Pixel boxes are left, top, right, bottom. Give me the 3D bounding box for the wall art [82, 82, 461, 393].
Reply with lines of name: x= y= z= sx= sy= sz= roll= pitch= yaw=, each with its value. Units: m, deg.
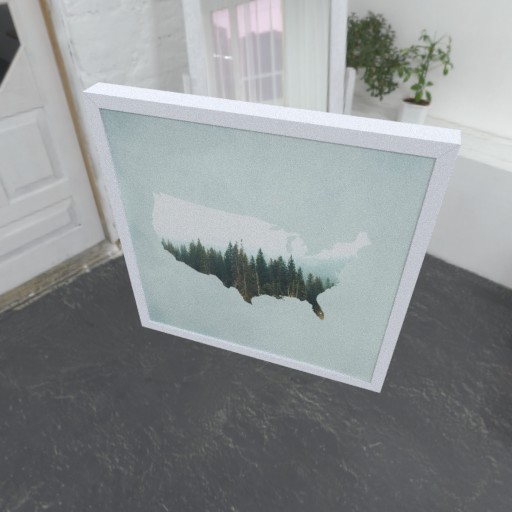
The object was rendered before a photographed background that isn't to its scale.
wall art: x=0.000 y=0.000 z=0.749 sx=0.509 sy=0.509 sz=0.040 roll=12 pitch=42 yaw=14
